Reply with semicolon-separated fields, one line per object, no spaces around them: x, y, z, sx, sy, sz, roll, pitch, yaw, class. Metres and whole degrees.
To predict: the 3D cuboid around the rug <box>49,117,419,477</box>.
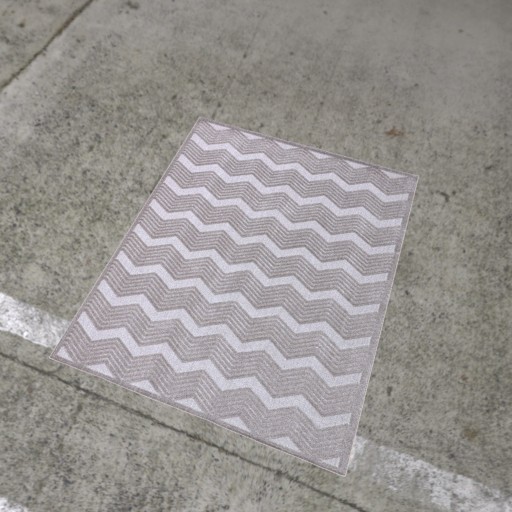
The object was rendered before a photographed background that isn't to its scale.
0.000;0.000;3.944;2.391;0.005;2.880;18;61;10;rug
